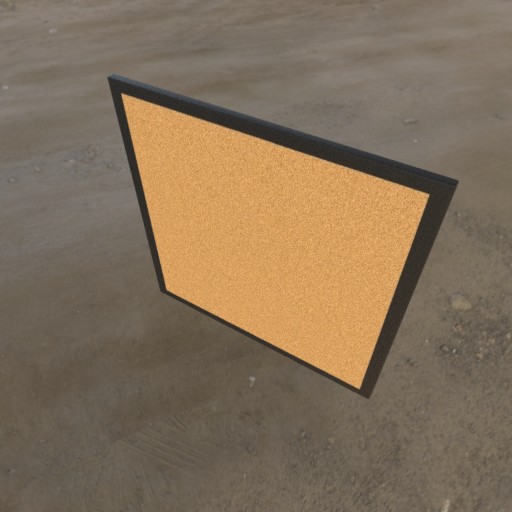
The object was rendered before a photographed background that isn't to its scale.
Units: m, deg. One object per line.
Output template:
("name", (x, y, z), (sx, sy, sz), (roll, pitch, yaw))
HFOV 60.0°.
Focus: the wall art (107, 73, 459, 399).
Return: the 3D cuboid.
("wall art", (0.000, 0.000, 0.978), (0.663, 0.659, 0.016), (24, 51, 21))
